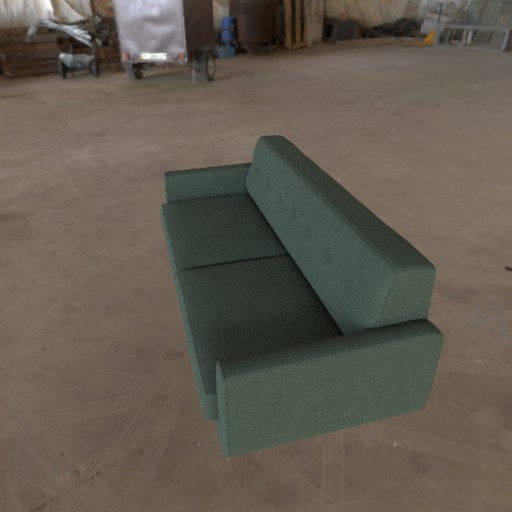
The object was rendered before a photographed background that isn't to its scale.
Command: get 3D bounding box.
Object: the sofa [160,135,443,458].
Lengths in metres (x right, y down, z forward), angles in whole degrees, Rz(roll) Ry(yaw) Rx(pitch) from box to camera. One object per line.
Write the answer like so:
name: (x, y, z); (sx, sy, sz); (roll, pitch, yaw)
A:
sofa: (0.000, 0.000, 2.455); (0.909, 0.841, 2.029); (-8, 32, -13)
